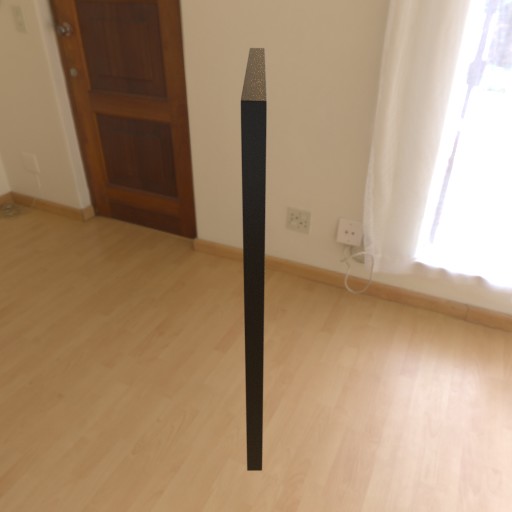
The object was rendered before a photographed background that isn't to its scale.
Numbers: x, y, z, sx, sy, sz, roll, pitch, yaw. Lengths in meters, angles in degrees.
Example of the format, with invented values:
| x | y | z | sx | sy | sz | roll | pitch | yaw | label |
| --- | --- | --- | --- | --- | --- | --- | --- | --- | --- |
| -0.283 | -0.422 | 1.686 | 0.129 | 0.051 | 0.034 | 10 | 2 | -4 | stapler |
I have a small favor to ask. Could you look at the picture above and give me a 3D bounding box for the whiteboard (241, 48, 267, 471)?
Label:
| x | y | z | sx | sy | sz | roll | pitch | yaw | label |
| --- | --- | --- | --- | --- | --- | --- | --- | --- | --- |
| 0.000 | 0.000 | 0.768 | 0.026 | 0.611 | 0.406 | 0 | 32 | 1 | whiteboard |
